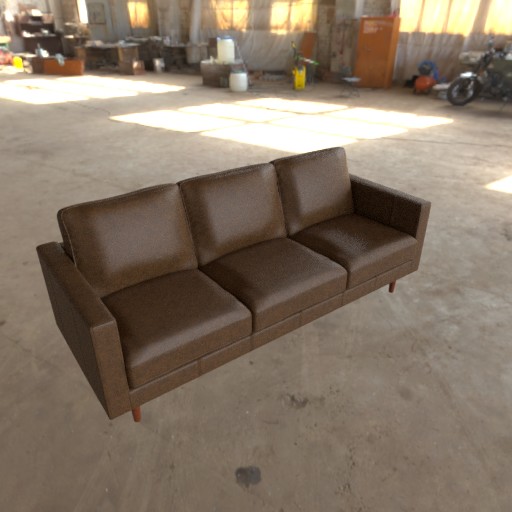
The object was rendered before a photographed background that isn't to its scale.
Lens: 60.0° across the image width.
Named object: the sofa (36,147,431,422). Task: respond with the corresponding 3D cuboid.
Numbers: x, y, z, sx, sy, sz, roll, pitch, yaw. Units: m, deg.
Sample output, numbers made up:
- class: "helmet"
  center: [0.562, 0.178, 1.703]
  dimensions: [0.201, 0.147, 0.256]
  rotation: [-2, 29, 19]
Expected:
- class: "sofa"
  center: [0.000, 0.000, 2.703]
  dimensions: [2.231, 0.930, 0.903]
  rotation: [-20, 34, -31]
